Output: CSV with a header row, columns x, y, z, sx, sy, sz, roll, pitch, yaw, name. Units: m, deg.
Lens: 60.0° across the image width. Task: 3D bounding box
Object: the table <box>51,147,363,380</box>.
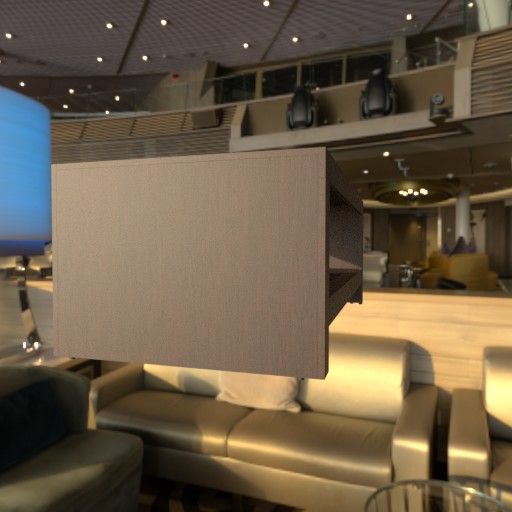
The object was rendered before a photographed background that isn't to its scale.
x,y,z,sx,sy,sz,roll,pitch,yaw,name
0.000,0.000,1.410,0.597,0.424,1.099,0,2,17,table
